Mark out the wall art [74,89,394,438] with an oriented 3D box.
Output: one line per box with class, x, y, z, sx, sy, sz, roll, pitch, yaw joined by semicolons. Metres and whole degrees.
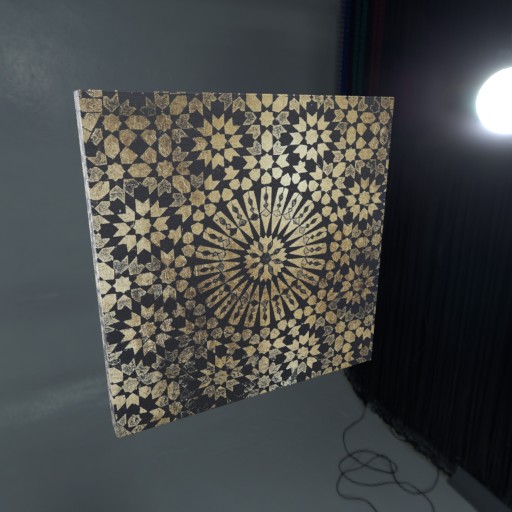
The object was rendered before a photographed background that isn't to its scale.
wall art;0.000;0.000;0.591;0.405;0.405;0.038;-9;20;-26
